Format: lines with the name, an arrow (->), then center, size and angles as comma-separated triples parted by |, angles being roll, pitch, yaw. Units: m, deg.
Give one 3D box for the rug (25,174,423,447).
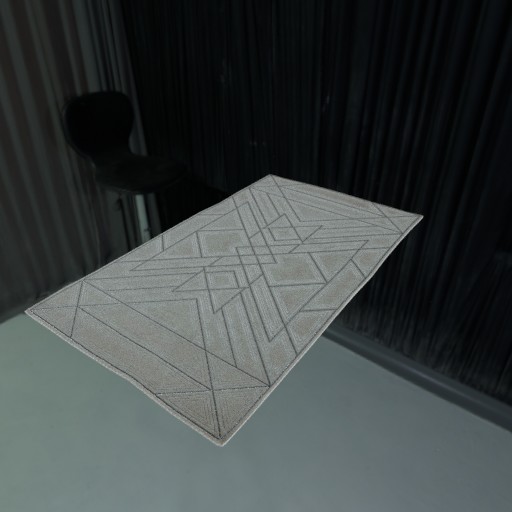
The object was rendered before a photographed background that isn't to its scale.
rug -> 0.000, 0.000, 1.049 | 0.511, 0.008, 0.869 | 21, 38, 30
